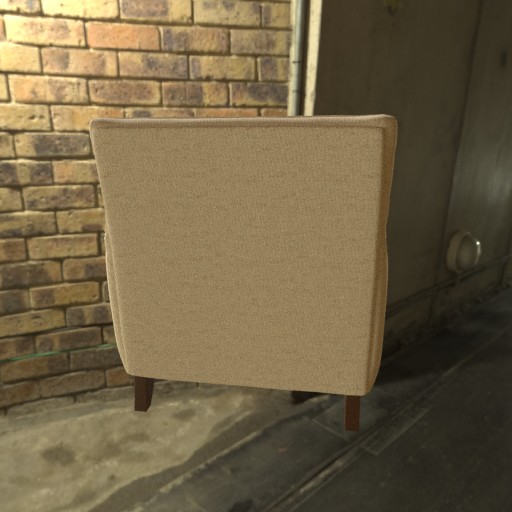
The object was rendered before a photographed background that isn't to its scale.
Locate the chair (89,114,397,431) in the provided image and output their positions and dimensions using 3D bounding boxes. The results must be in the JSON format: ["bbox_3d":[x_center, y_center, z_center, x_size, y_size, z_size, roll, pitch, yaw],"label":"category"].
[{"bbox_3d":[0.000,0.000,1.625,0.870,0.943,0.823,2,15,8],"label":"chair"}]
